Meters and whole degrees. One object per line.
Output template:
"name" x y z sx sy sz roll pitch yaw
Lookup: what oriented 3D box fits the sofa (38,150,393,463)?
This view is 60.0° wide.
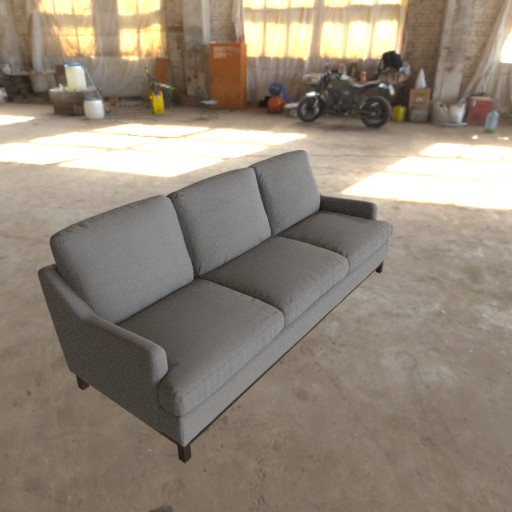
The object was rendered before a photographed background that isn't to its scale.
"sofa" 0.000 0.000 2.856 0.987 0.926 2.344 18 31 32
